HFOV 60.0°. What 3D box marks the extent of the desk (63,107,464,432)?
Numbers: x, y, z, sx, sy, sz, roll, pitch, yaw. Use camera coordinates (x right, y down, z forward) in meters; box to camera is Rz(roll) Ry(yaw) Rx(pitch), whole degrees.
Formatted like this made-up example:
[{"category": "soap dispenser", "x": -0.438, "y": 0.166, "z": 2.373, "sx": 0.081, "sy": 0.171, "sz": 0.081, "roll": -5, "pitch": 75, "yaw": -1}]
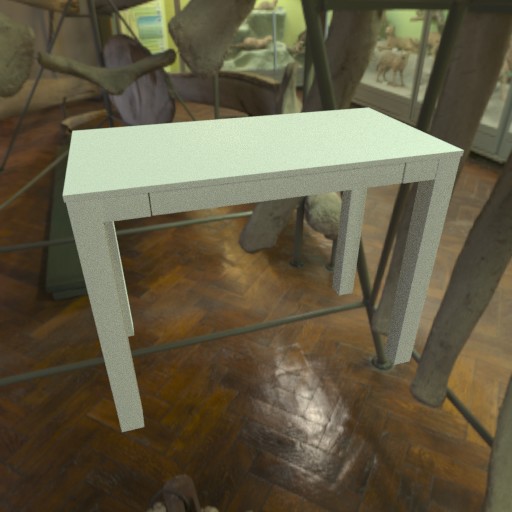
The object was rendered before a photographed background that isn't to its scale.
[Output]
[{"category": "desk", "x": 0.000, "y": 0.000, "z": 1.441, "sx": 0.990, "sy": 0.762, "sz": 0.497, "roll": -9, "pitch": 33, "yaw": -15}]
